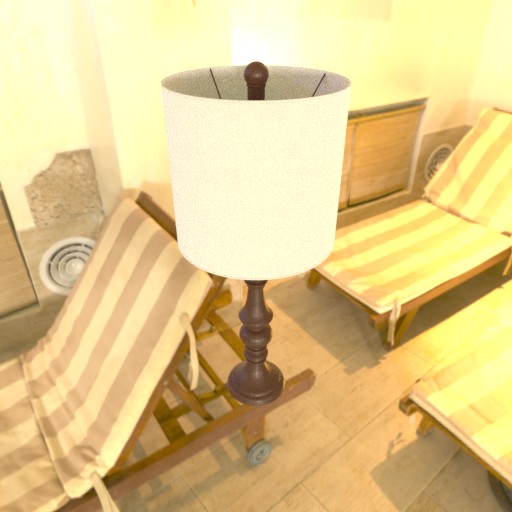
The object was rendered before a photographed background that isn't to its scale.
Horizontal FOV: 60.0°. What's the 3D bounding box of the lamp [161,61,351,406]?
[{"bbox_3d":[0.000,0.000,0.735,0.250,0.597,0.250,-20,37,-29],"label":"lamp"}]
